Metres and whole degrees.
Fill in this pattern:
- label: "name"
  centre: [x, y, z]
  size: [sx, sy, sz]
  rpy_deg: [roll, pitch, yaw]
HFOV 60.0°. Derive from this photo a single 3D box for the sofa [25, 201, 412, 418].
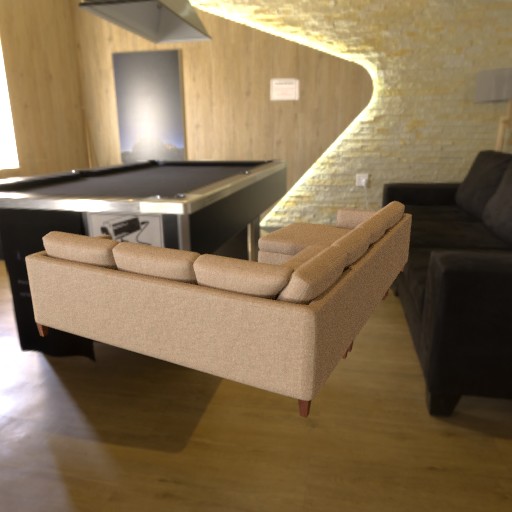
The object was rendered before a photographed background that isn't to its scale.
- label: "sofa"
  centre: [0.000, 0.000, 4.549]
  size: [2.551, 0.889, 3.403]
  rpy_deg: [8, 18, 26]
